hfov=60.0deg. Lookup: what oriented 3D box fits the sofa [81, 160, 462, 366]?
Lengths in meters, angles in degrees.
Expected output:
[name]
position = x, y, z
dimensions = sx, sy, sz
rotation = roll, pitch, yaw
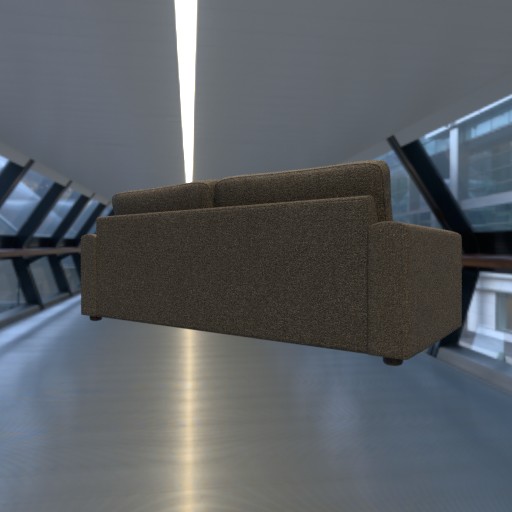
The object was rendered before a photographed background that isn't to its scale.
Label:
[sofa]
position = 0.000, 0.000, 2.740
dimensions = 2.179, 0.873, 1.016
rotation = 0, 0, 36
